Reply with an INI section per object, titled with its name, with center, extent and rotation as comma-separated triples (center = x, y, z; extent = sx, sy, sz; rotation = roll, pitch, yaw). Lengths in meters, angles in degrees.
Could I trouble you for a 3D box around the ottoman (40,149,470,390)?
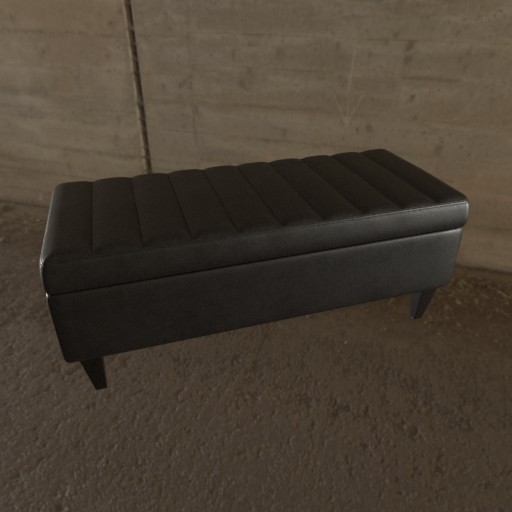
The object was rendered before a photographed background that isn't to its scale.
[ottoman]
center = 0.000, 0.000, 1.401
extent = 1.151, 0.469, 0.482
rotation = -9, 33, -15
